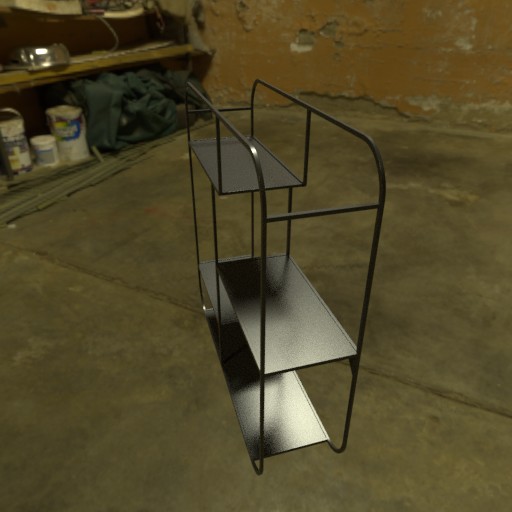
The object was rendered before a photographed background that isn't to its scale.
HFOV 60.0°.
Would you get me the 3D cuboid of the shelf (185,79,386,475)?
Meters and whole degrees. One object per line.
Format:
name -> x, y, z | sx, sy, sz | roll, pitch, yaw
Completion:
shelf -> 0.000, 0.000, 0.899 | 0.160, 0.600, 0.600 | -8, 31, -14
